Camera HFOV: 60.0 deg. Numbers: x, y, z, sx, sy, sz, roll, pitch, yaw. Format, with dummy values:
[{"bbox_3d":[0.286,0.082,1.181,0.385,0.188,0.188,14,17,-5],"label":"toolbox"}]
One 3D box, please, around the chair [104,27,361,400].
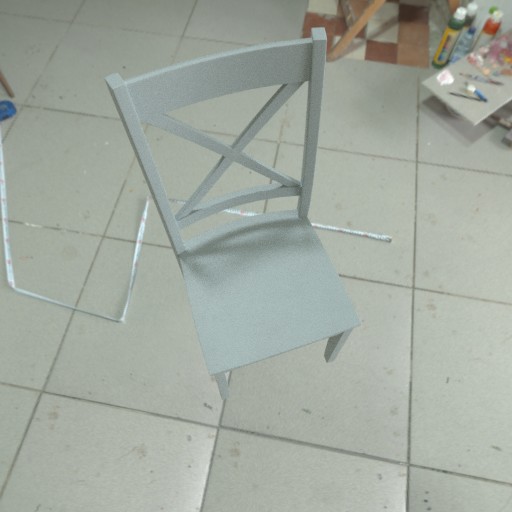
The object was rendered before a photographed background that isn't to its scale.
[{"bbox_3d":[0.000,0.000,1.267,0.485,0.983,0.542,-17,64,-8],"label":"chair"}]
